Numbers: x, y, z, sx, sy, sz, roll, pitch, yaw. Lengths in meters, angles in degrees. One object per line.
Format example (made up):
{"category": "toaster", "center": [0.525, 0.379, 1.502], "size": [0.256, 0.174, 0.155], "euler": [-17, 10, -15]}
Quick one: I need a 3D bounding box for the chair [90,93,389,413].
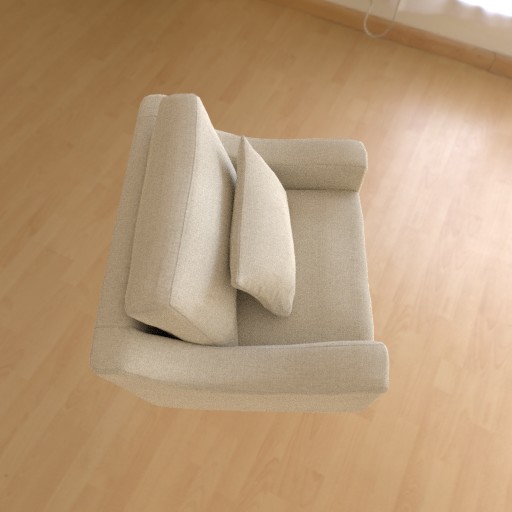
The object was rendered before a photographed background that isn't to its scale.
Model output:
{"category": "chair", "center": [0.000, 0.000, 1.903], "size": [1.009, 1.016, 1.178], "euler": [1, 63, 1]}
